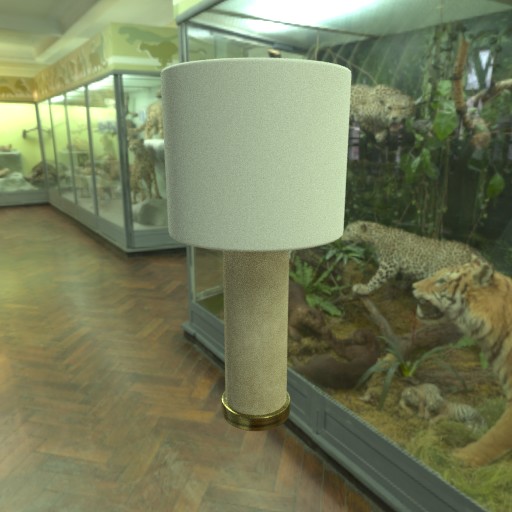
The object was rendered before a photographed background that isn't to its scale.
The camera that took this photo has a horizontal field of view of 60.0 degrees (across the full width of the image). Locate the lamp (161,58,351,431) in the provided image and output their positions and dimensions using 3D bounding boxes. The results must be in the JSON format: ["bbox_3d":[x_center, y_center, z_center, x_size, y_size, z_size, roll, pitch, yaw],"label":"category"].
[{"bbox_3d":[0.000,0.000,0.801,0.305,0.634,0.305,7,17,25],"label":"lamp"}]
